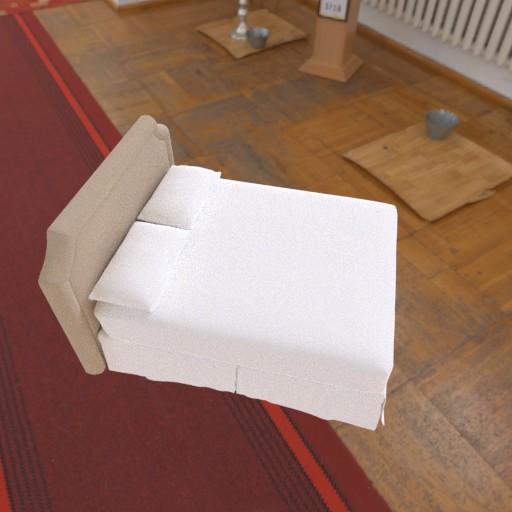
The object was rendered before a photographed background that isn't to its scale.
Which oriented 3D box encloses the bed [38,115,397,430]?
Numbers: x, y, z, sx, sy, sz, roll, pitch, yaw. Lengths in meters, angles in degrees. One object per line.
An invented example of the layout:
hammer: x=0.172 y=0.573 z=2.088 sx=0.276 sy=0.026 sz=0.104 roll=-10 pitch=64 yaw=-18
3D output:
bed: x=0.000 y=0.000 z=3.307 sx=2.204 sy=1.301 sz=1.828 roll=10 pitch=47 yaw=9
